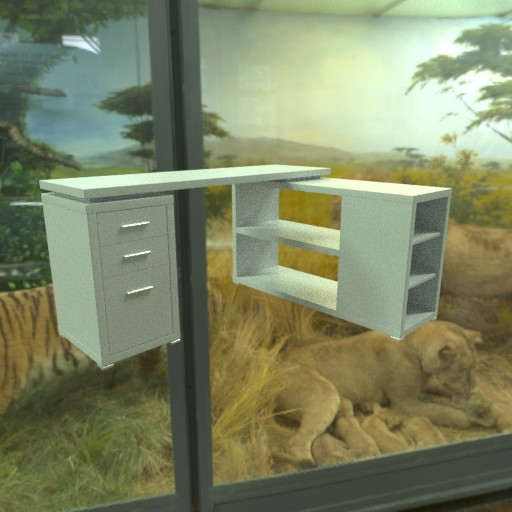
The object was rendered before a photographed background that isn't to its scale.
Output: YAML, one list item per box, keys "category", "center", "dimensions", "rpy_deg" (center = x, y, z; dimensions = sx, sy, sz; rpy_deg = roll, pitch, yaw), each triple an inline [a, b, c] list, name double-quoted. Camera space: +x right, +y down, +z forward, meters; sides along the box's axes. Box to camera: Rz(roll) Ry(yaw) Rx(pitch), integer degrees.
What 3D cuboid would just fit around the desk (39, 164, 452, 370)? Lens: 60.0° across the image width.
- category: "desk"
  center: [0.000, 0.000, 2.167]
  dimensions: [1.524, 0.753, 1.200]
  rpy_deg: [-14, 21, -42]
